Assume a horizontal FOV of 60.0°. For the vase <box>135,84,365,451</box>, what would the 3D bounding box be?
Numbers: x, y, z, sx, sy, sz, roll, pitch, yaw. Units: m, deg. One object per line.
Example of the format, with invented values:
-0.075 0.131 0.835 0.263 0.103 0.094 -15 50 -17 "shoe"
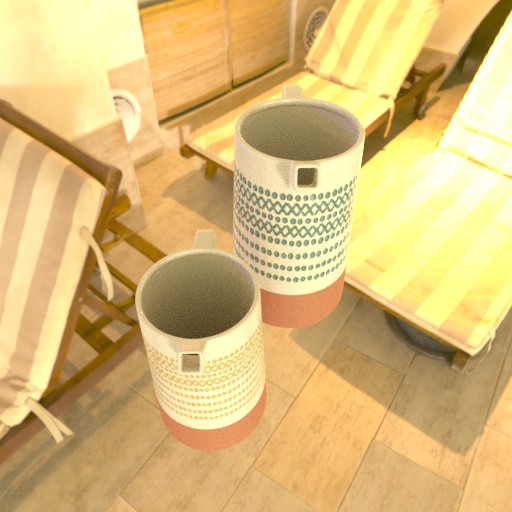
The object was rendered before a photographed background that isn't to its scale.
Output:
0.000 0.000 0.460 0.168 0.247 0.326 30 53 27 "vase"
